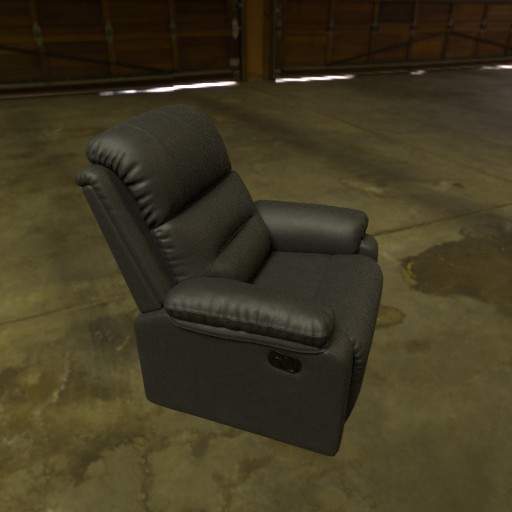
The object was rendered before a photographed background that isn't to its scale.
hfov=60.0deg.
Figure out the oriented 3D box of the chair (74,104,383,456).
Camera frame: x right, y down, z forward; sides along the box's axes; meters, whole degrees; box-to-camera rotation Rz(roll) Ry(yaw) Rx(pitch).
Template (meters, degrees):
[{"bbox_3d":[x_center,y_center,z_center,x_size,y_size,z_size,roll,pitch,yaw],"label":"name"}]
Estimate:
[{"bbox_3d":[0.000,0.000,1.636,0.919,0.992,0.855,10,31,17],"label":"chair"}]
